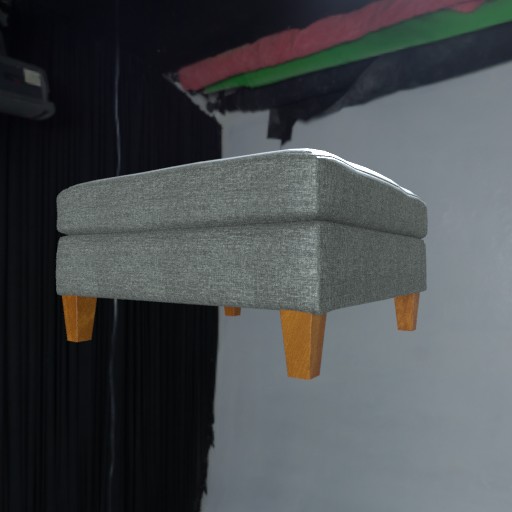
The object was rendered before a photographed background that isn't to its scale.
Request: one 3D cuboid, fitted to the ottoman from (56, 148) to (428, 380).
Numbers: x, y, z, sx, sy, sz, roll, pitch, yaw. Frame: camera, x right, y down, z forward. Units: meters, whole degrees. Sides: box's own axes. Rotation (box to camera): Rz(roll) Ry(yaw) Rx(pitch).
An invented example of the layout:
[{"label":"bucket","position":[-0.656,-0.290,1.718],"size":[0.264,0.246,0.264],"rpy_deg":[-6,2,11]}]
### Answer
[{"label":"ottoman","position":[0.000,0.000,1.360],"size":[0.838,0.481,0.838],"rpy_deg":[-1,-1,34]}]
